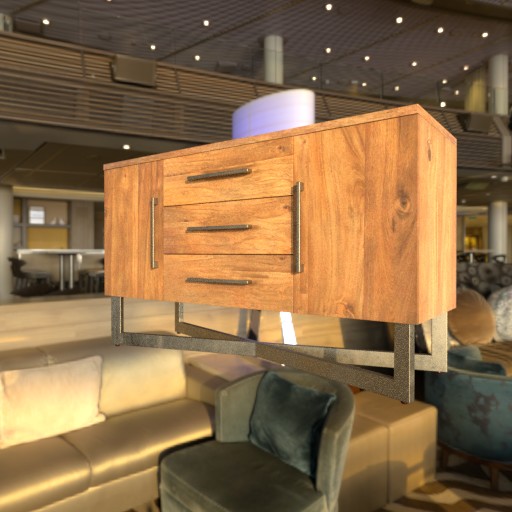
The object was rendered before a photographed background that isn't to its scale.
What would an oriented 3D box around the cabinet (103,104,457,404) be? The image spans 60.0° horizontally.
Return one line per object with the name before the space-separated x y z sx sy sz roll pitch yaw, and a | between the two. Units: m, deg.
cabinet | 0.000 0.000 1.751 1.373 0.812 0.480 0 1 36
